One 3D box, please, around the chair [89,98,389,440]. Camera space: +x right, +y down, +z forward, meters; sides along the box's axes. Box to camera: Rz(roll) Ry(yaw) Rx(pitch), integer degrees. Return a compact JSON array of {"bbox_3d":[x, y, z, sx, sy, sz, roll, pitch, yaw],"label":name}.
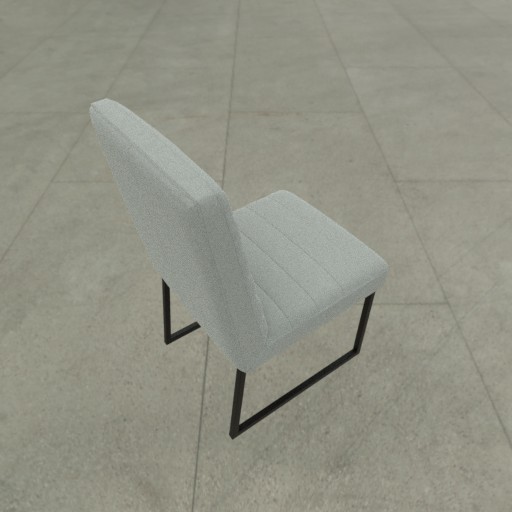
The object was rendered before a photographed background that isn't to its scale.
[{"bbox_3d":[0.000,0.000,1.317,0.634,0.930,0.520,-26,48,-26],"label":"chair"}]
